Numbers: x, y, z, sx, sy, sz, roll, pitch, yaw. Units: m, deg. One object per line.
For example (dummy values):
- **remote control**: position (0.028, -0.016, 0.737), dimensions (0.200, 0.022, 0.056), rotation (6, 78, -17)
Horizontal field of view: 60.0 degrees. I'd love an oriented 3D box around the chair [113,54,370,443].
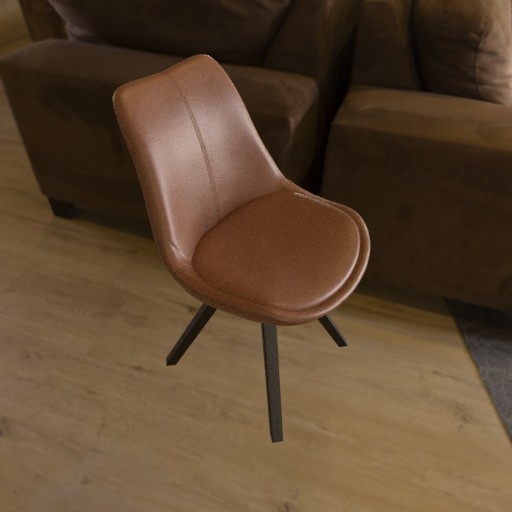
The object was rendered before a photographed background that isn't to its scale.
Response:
- **chair**: position (0.000, 0.000, 1.157), dimensions (0.550, 0.850, 0.475), rotation (25, 48, 26)
